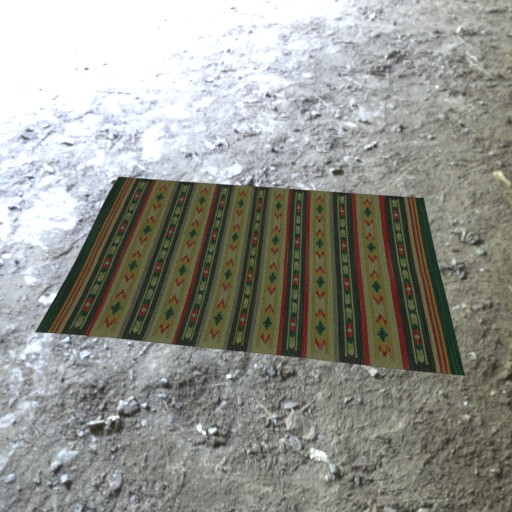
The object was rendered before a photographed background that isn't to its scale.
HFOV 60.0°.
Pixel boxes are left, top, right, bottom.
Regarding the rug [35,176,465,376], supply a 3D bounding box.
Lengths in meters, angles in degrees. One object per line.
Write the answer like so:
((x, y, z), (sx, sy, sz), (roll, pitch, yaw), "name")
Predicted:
((0.000, 0.000, 3.011), (2.447, 0.011, 1.520), (5, 47, 4), "rug")
